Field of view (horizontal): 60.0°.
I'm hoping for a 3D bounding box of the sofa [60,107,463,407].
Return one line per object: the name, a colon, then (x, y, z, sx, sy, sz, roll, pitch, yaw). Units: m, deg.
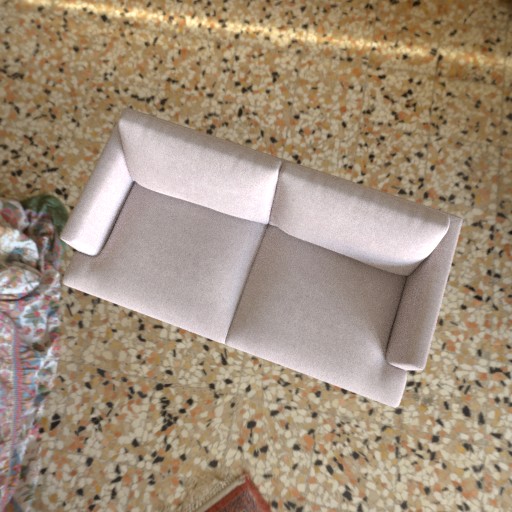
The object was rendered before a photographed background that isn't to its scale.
sofa: (0.000, 0.000, 2.474, 1.948, 0.868, 1.020, 19, 76, 5)
